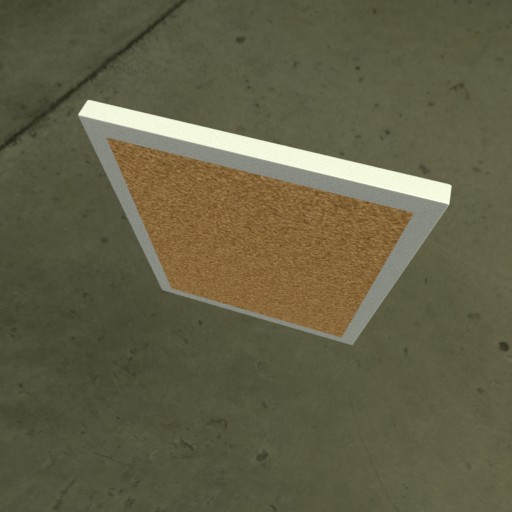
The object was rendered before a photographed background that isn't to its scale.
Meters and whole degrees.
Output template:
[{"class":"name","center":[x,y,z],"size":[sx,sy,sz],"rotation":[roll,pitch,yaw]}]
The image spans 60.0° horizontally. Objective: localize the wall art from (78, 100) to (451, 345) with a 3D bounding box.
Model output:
[{"class":"wall art","center":[0.000,0.000,0.770],"size":[0.454,0.556,0.028],"rotation":[15,64,8]}]
